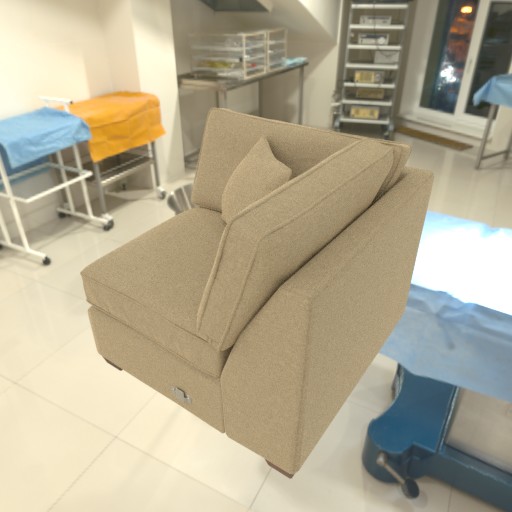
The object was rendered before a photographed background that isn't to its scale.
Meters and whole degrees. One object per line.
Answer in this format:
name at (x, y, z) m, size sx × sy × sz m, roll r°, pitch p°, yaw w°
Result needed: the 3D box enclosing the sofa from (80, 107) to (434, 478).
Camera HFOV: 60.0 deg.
sofa at (0.000, 0.000, 1.912) m, size 1.084 × 1.002 × 1.146 m, roll 20°, pitch 37°, yaw 29°
